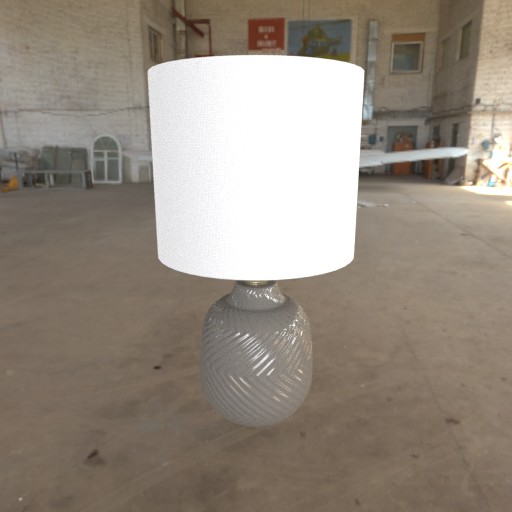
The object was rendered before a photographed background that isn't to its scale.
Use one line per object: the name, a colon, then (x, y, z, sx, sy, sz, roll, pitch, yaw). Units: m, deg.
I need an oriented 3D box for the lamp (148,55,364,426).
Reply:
lamp: (0.000, 0.000, 0.479, 0.207, 0.366, 0.207, 7, 16, 26)
